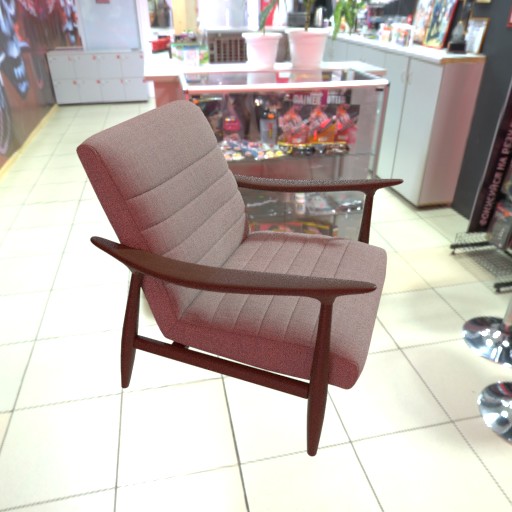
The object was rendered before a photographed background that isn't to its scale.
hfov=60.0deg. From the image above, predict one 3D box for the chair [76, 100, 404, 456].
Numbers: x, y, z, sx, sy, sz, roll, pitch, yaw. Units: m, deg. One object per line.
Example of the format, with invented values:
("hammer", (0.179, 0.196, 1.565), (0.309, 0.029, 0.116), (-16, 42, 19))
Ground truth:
("chair", (0.000, 0.000, 1.420), (0.798, 0.832, 0.741), (11, 32, 18))
